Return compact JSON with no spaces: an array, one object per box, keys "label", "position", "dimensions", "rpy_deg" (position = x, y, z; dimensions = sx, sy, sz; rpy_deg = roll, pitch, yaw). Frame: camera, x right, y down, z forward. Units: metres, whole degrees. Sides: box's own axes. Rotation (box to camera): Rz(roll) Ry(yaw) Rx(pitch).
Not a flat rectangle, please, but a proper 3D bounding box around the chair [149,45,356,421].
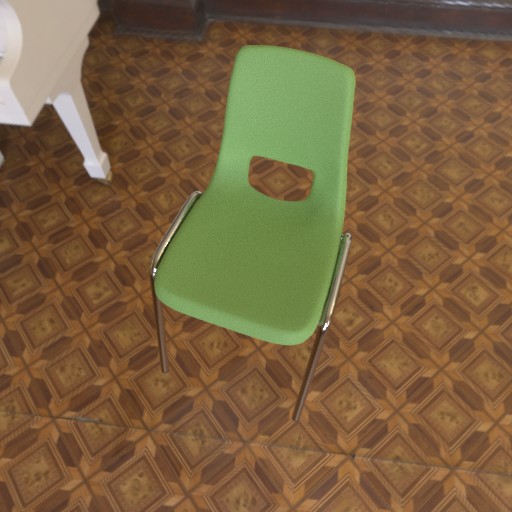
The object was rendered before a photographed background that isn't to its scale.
[{"label":"chair","position":[0.000,0.000,0.953],"dimensions":[0.381,0.704,0.436],"rpy_deg":[17,59,11]}]
